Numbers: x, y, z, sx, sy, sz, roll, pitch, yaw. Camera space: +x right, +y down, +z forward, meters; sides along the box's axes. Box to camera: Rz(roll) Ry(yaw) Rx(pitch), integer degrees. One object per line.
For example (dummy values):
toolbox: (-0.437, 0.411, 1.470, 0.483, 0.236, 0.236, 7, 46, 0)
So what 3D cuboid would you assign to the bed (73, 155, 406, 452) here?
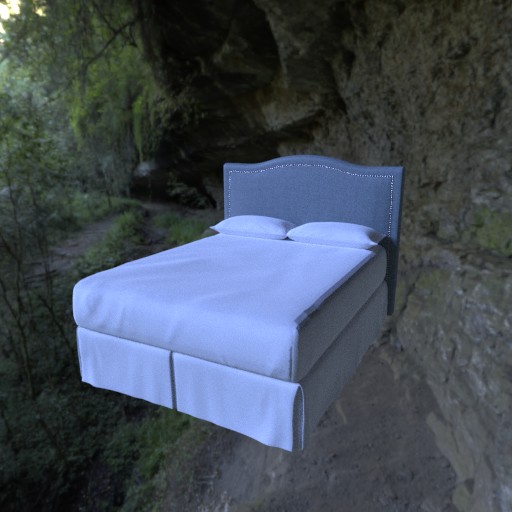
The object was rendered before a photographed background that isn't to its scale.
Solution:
bed: (0.000, 0.000, 3.367, 1.753, 1.460, 2.143, 7, 16, 27)
